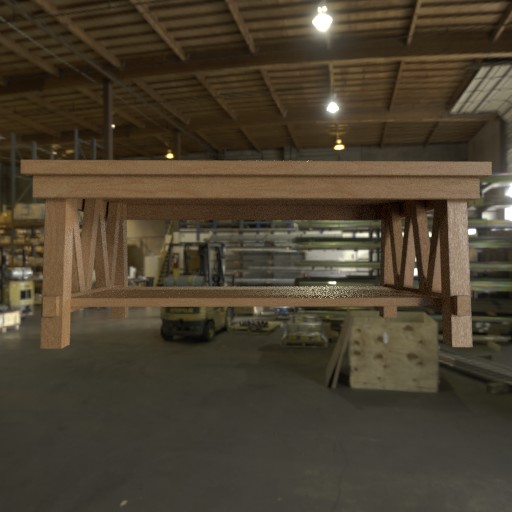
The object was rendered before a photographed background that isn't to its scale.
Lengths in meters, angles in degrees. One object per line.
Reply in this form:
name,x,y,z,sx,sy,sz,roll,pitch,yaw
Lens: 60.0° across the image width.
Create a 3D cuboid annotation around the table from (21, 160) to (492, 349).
table,0.000,0.000,1.548,1.270,0.507,0.711,0,-1,-1
